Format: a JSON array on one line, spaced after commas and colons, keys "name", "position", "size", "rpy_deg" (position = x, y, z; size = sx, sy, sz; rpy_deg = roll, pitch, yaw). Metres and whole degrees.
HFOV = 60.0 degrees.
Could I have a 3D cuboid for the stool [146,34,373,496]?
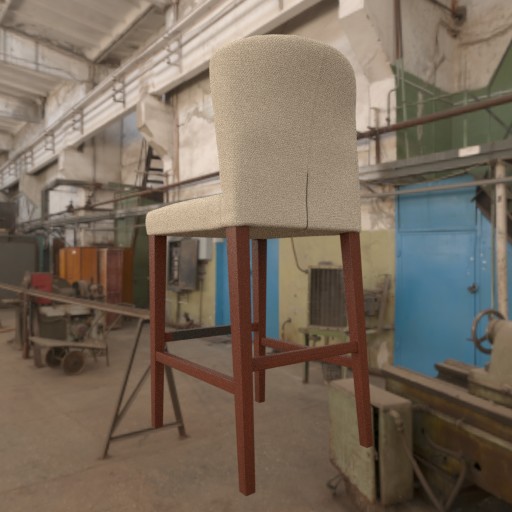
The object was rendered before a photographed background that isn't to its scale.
[{"name": "stool", "position": [0.000, 0.000, 1.320], "size": [0.481, 1.069, 0.568], "rpy_deg": [0, 0, -37]}]
